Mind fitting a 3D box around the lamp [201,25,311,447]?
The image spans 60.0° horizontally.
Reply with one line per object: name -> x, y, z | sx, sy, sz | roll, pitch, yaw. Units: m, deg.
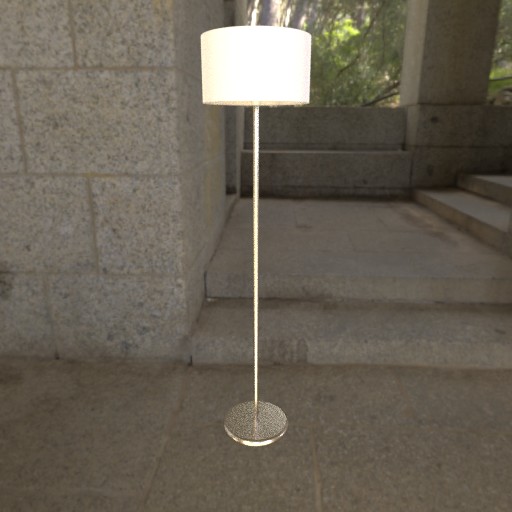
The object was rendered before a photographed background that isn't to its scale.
lamp -> 0.000, 0.000, 1.607 | 0.347, 1.443, 0.347 | -8, 18, -25
